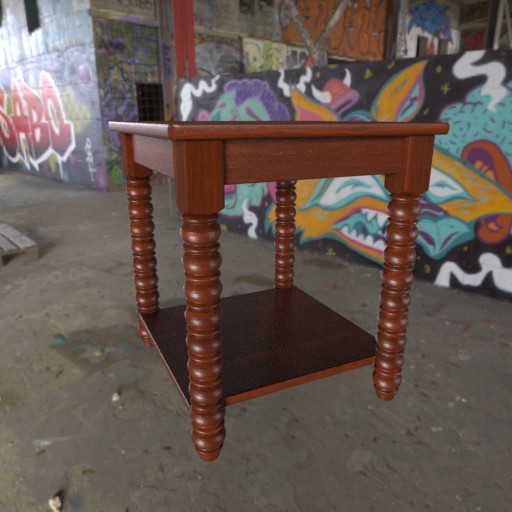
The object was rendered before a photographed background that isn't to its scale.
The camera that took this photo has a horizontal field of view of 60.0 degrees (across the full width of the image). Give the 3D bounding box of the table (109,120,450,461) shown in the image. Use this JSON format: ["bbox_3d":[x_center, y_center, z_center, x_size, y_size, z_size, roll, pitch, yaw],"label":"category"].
[{"bbox_3d":[0.000,0.000,0.978,0.500,0.567,0.533,-8,19,-24],"label":"table"}]
